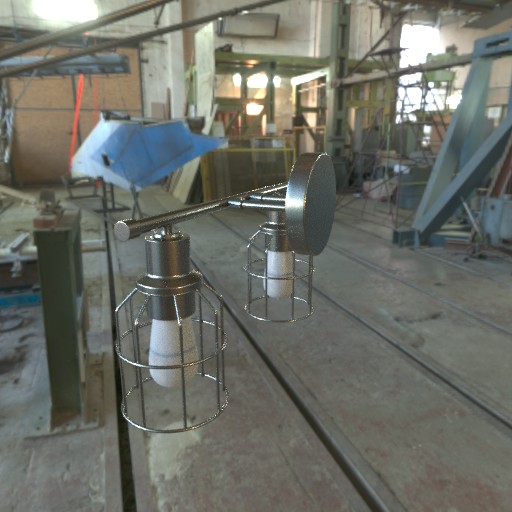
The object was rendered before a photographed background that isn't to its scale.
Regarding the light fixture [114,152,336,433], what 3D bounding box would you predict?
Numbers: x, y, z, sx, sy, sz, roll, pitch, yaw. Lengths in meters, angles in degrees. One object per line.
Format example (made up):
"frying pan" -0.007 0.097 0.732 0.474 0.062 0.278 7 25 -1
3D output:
"light fixture" 0.000 0.000 0.552 0.165 0.254 0.406 7 17 25
